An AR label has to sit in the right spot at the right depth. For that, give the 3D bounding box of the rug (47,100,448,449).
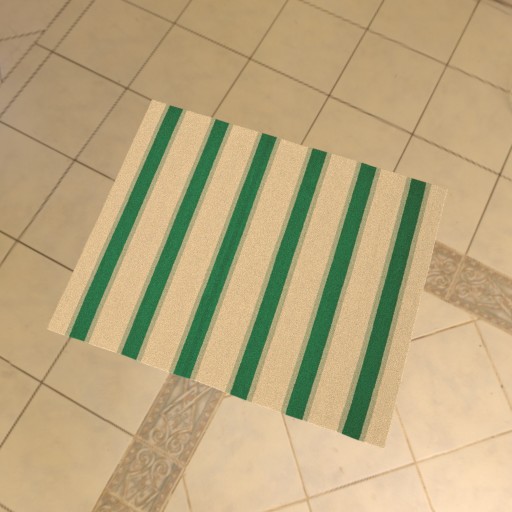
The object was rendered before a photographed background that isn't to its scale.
[{"bbox_3d":[0.000,0.000,4.045,3.041,0.019,2.434,18,76,5],"label":"rug"}]
